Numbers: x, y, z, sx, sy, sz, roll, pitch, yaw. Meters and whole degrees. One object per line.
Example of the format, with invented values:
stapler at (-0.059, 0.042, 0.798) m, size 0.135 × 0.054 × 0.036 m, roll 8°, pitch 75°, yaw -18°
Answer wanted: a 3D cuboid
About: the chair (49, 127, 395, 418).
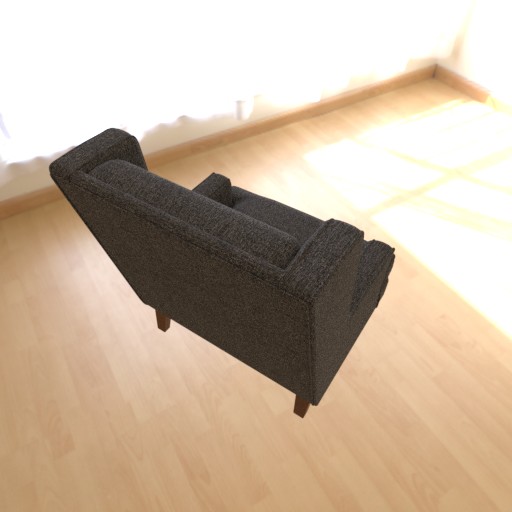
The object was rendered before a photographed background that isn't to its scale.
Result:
chair at (0.000, 0.000, 1.820) m, size 0.942 × 1.082 × 0.927 m, roll 26°, pitch 52°, yaw 22°
